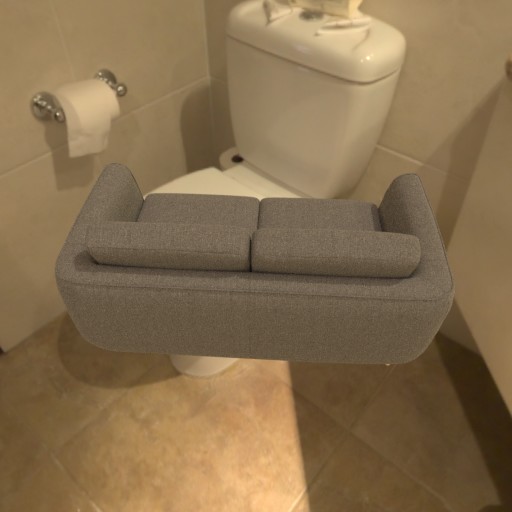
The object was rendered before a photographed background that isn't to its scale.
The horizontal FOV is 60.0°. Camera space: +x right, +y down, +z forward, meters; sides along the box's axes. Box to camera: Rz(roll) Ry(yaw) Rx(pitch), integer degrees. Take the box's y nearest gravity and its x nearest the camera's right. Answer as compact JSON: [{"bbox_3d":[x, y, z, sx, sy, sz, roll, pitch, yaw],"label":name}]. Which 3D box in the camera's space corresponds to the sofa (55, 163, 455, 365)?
[{"bbox_3d":[0.000,0.000,2.212,1.700,0.870,0.920,3,47,2],"label":"sofa"}]
